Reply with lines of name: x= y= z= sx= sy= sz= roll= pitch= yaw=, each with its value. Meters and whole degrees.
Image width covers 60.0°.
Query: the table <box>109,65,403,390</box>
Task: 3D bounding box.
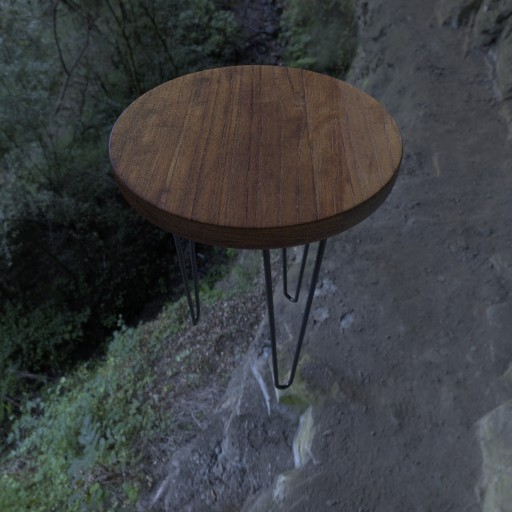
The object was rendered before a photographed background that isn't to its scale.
table: x=0.000 y=0.000 z=0.804 sx=0.400 sy=0.520 sz=0.400 roll=0 pitch=47 yaw=0
